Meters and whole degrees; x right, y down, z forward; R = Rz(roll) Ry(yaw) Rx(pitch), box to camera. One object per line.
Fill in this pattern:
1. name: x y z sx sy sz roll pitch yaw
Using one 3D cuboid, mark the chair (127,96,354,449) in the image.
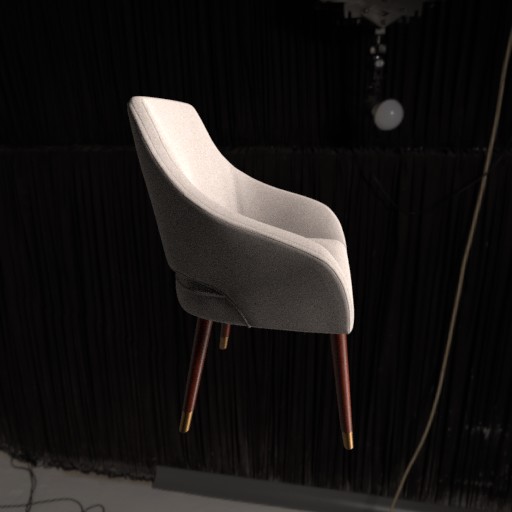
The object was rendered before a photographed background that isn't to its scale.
1. chair: 0.000 0.000 1.317 0.600 0.889 0.609 3 17 9
